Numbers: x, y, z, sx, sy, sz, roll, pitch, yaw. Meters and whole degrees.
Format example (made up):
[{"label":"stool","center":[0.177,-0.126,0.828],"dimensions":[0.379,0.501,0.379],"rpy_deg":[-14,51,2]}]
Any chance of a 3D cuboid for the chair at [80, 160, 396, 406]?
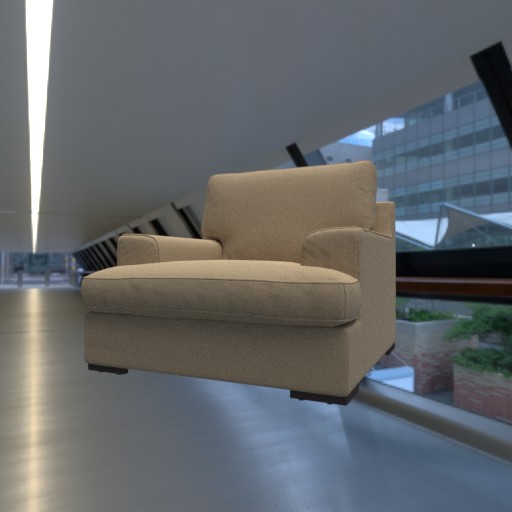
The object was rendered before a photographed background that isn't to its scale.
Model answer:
[{"label":"chair","center":[0.000,0.000,2.160],"dimensions":[1.293,1.005,1.274],"rpy_deg":[0,-1,18]}]
